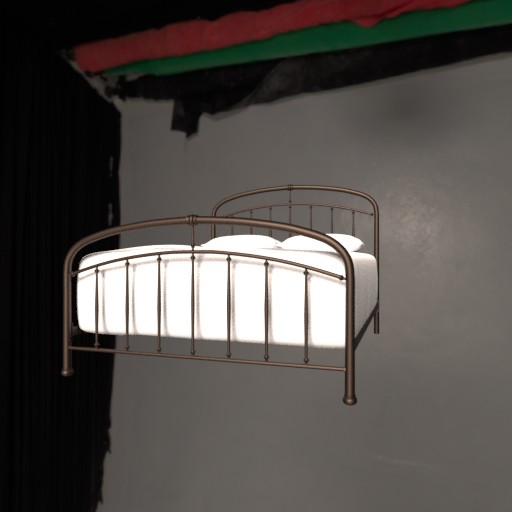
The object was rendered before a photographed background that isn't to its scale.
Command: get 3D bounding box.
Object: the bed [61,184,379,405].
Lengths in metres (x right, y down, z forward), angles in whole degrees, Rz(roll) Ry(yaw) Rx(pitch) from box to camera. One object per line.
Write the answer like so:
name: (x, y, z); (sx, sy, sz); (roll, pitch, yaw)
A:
bed: (0.000, 0.000, 3.361); (1.711, 1.425, 2.180); (0, 0, 19)
